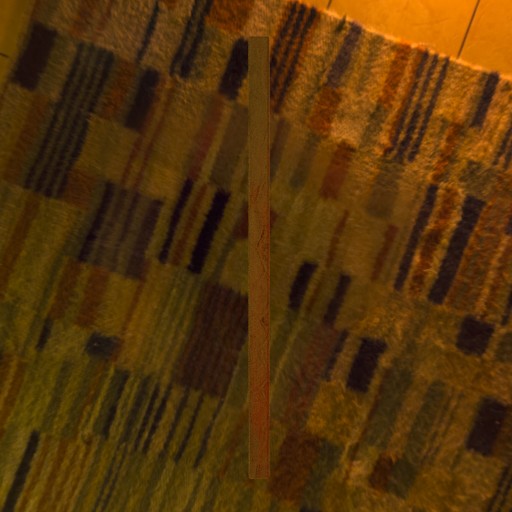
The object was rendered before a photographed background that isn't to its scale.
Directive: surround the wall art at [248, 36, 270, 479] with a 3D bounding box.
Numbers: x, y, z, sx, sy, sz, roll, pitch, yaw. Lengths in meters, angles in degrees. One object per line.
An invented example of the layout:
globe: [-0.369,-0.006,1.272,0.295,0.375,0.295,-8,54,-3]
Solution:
wall art: [0.000,0.000,1.118,0.035,0.747,0.747,0,91,-1]
